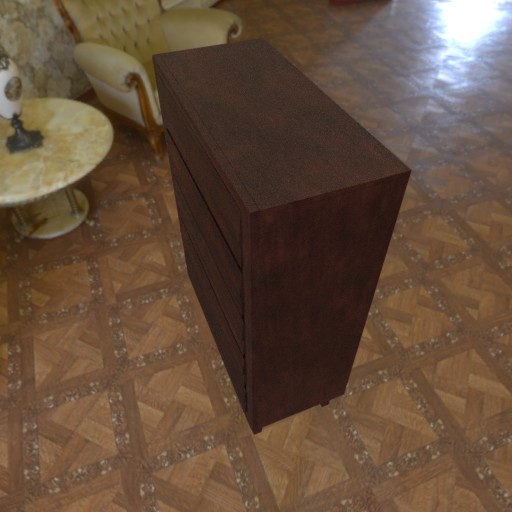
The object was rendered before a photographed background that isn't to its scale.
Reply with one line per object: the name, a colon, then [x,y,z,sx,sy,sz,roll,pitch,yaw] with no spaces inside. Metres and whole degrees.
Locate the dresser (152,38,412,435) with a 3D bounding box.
dresser: [0.000,0.000,2.064,0.506,1.514,1.072,-16,48,-15]
